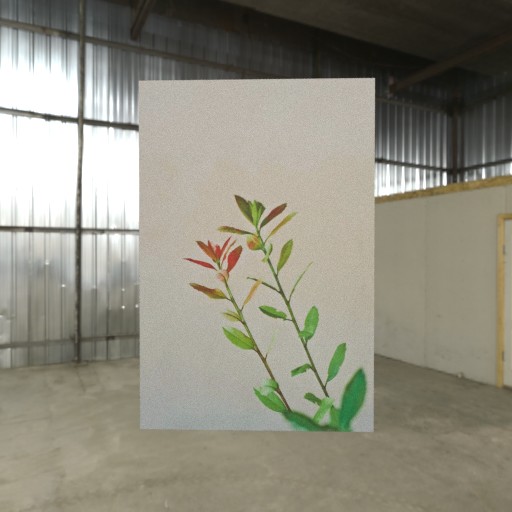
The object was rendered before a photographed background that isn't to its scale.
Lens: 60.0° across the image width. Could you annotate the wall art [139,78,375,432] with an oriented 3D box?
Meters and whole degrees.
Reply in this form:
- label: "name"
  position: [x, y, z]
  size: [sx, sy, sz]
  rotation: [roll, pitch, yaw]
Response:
- label: "wall art"
  position: [0.000, 0.000, 1.460]
  size: [0.764, 1.143, 0.038]
  rotation: [0, 1, 2]
